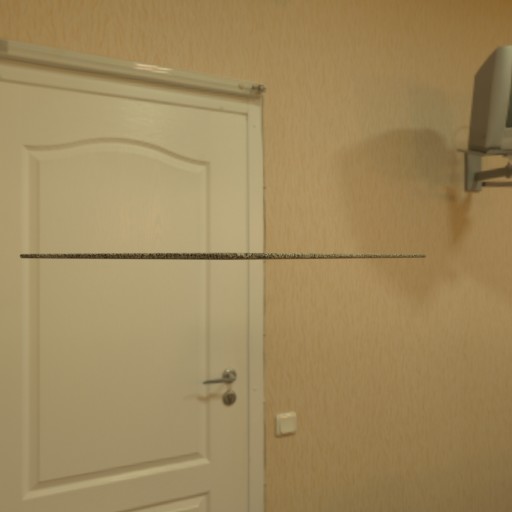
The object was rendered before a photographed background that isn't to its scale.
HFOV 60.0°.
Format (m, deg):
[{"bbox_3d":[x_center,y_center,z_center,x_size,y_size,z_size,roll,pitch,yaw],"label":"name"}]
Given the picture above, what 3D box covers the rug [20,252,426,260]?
[{"bbox_3d":[0.000,0.000,3.424,1.778,0.030,2.743,0,0,37],"label":"rug"}]
